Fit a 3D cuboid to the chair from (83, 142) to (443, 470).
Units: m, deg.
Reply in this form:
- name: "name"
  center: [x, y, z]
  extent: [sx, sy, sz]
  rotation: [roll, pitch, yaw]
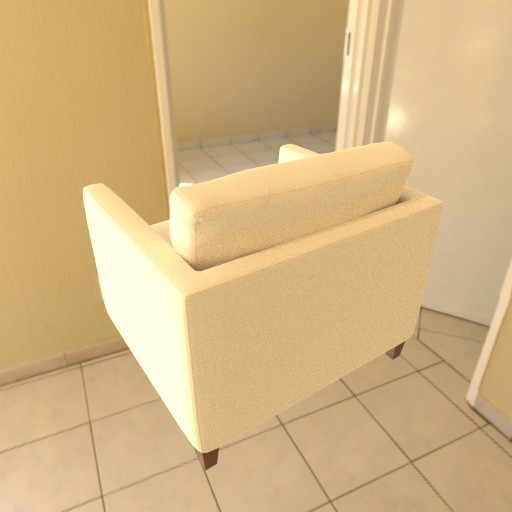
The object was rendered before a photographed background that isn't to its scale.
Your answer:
- name: "chair"
  center: [0.000, 0.000, 1.695]
  extent: [1.019, 0.885, 0.878]
  rotation: [-19, 35, -29]
